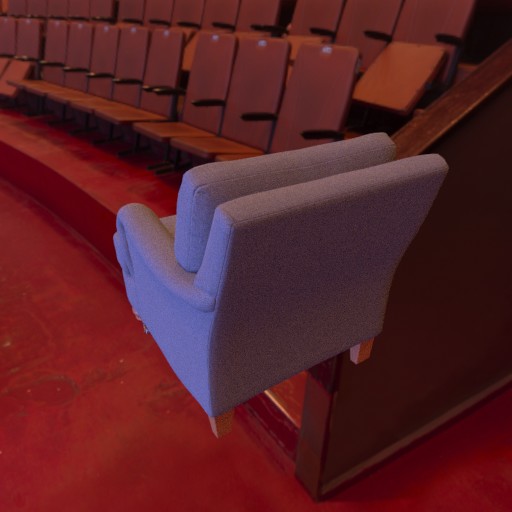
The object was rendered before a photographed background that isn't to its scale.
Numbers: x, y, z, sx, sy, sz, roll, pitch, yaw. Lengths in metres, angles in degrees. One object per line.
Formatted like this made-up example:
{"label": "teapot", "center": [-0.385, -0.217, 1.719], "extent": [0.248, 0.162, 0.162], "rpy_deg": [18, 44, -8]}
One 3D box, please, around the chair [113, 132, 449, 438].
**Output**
{"label": "chair", "center": [0.000, 0.000, 1.874], "extent": [0.955, 1.038, 1.070], "rpy_deg": [-18, 33, -29]}
